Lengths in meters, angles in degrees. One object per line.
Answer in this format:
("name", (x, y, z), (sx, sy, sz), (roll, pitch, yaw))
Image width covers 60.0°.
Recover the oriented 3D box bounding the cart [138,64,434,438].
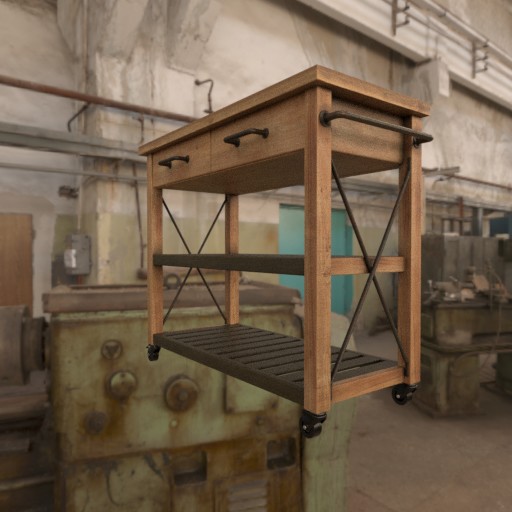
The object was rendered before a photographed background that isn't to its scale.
("cart", (0.000, 0.000, 0.969), (0.298, 0.554, 0.686), (-1, 1, -37))
